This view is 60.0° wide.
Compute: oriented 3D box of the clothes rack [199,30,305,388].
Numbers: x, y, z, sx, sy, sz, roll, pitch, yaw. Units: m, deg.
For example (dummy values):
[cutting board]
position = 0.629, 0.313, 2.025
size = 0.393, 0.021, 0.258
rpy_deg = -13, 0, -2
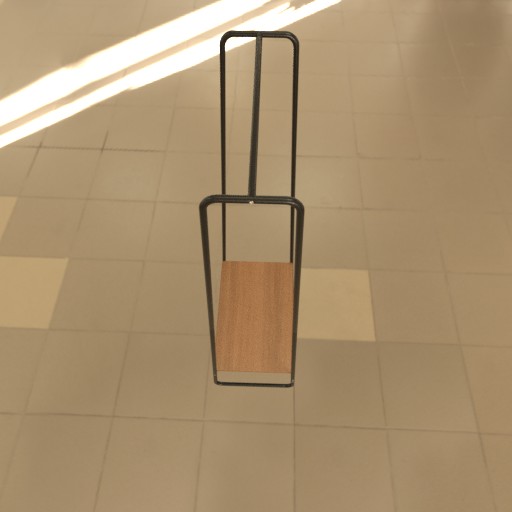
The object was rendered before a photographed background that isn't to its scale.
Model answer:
[clothes rack]
position = 0.000, 0.000, 1.770
size = 0.400, 1.500, 0.640
rpy_deg = 2, 58, 1
